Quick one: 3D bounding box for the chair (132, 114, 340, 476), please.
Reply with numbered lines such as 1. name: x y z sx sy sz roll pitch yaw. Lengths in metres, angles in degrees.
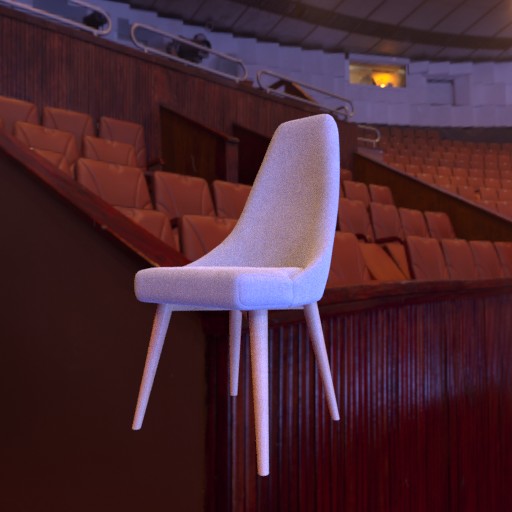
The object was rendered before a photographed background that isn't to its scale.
1. chair: 0.000 0.000 1.414 0.510 1.040 0.660 0 -1 37
